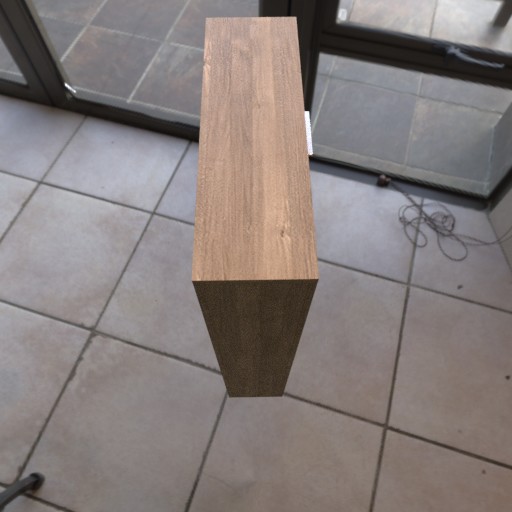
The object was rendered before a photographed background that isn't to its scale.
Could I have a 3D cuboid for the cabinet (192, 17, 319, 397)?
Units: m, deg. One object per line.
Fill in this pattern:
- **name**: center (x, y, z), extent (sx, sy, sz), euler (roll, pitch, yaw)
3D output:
- **cabinet**: center (0.000, 0.000, 1.559), extent (0.250, 1.280, 0.750), euler (-1, 63, 0)
